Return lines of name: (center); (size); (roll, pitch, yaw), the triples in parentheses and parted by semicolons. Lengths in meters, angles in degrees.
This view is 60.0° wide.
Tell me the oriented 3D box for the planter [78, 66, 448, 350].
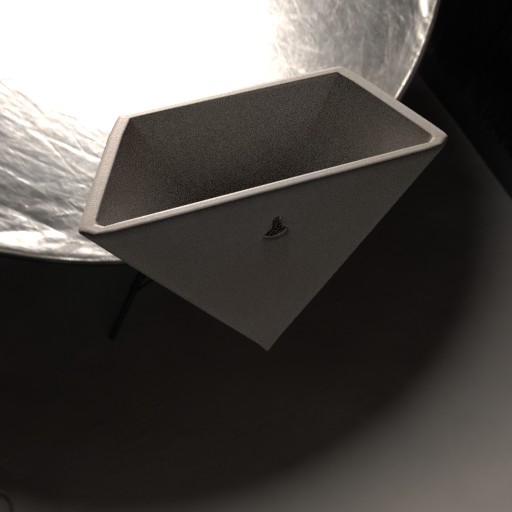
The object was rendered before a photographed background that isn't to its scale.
planter: (0.000, 0.000, 0.266); (0.150, 0.197, 0.060); (-16, 61, -9)
